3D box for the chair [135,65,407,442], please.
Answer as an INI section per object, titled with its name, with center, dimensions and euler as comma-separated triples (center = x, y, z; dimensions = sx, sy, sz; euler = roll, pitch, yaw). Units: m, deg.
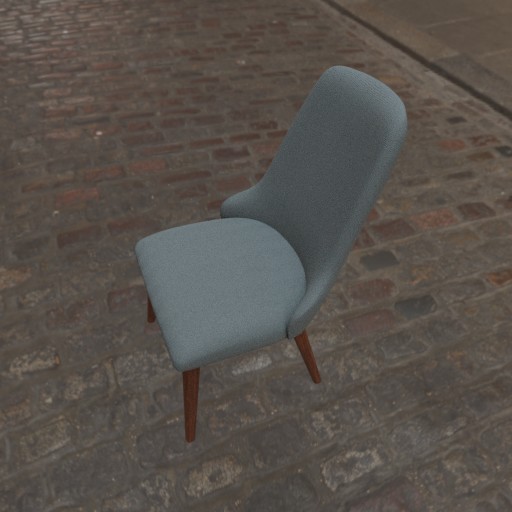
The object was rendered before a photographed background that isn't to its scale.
[chair]
center = 0.000, 0.000, 1.319
dimensions = 0.707, 0.918, 0.535
euler = -17, 49, -15
